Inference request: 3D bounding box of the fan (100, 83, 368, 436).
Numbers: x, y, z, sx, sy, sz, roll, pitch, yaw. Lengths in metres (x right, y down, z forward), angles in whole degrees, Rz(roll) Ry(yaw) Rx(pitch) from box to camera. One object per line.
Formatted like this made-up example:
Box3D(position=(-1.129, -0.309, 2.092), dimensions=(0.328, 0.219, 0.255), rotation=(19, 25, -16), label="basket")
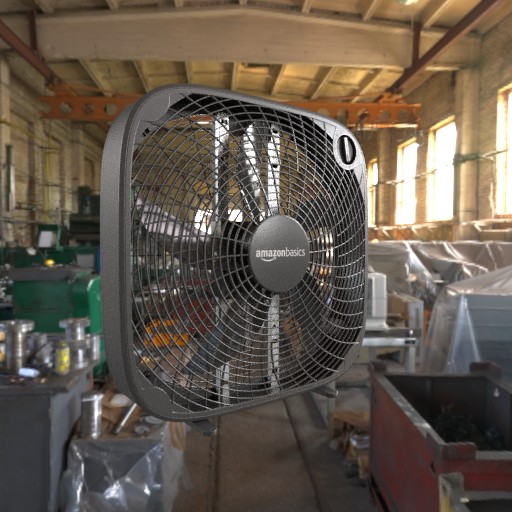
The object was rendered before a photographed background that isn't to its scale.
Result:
Box3D(position=(0.000, 0.000, 0.792), dimensions=(0.526, 0.533, 0.142), rotation=(-1, 2, -37), label="fan")
